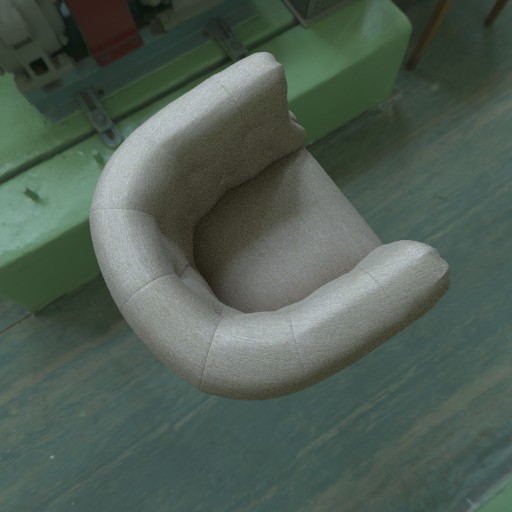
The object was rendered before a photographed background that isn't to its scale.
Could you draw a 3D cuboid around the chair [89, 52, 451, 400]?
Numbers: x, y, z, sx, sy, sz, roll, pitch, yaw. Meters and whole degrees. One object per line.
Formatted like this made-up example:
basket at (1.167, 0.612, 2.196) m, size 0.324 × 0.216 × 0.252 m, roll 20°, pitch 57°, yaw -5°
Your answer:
chair at (0.000, 0.000, 1.524) m, size 0.852 × 0.827 × 0.905 m, roll -34°, pitch 77°, yaw -9°
